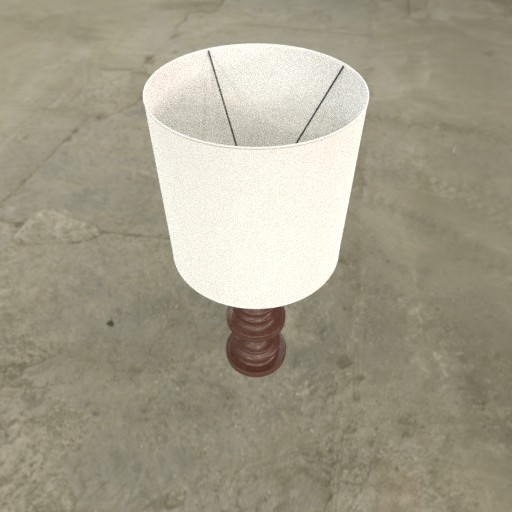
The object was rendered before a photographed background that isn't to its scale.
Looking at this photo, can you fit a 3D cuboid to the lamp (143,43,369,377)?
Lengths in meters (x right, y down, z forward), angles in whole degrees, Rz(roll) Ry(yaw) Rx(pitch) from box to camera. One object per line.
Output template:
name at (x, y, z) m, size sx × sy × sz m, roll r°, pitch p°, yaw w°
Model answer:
lamp at (0.000, 0.000, 0.577) m, size 0.208 × 0.455 × 0.208 m, roll 32°, pitch 54°, yaw 27°
